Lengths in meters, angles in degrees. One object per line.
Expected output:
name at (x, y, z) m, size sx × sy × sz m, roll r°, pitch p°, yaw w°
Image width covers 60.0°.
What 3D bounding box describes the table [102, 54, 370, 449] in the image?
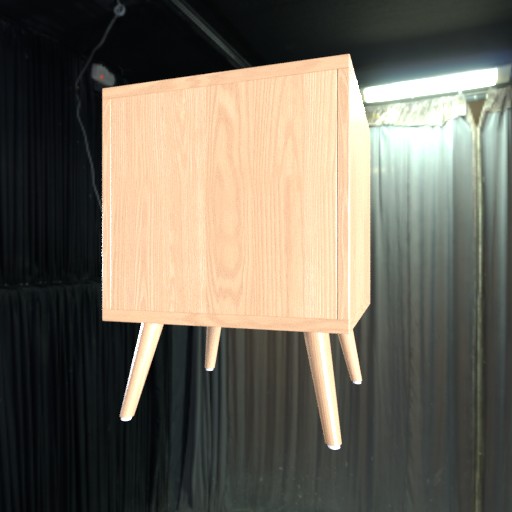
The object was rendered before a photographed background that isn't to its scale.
table at (0.000, 0.000, 0.854) m, size 0.400 × 0.550 × 0.400 m, roll 0°, pitch 0°, yaw 18°
